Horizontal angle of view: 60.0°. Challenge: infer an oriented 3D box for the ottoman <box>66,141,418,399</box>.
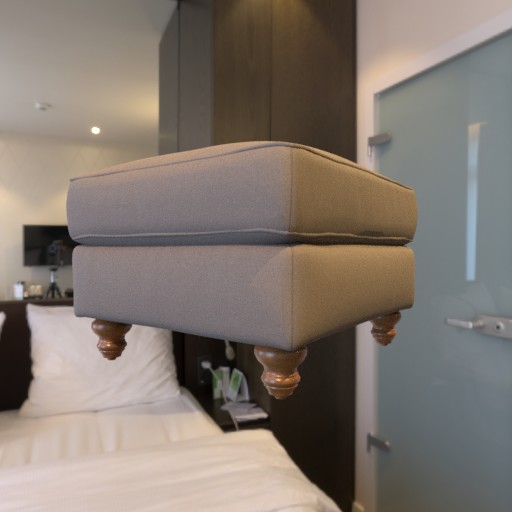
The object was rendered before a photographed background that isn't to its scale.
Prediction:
[{"bbox_3d":[0.000,0.000,1.161,0.662,0.505,0.721,0,1,35],"label":"ottoman"}]
